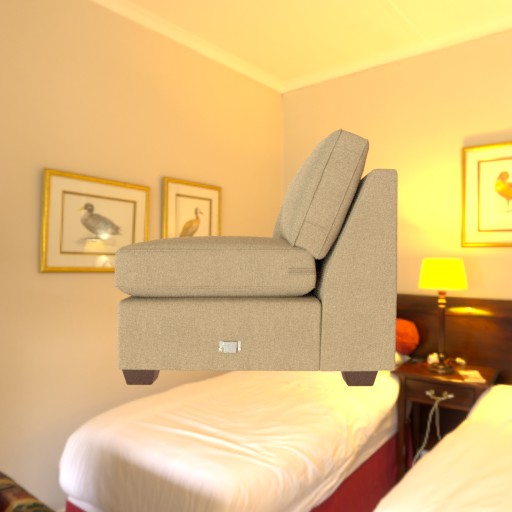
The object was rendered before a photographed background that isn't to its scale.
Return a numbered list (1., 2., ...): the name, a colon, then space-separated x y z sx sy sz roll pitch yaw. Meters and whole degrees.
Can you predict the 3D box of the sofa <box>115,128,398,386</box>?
1. sofa: 0.000 0.000 2.743 1.127 1.036 2.092 0 0 1
